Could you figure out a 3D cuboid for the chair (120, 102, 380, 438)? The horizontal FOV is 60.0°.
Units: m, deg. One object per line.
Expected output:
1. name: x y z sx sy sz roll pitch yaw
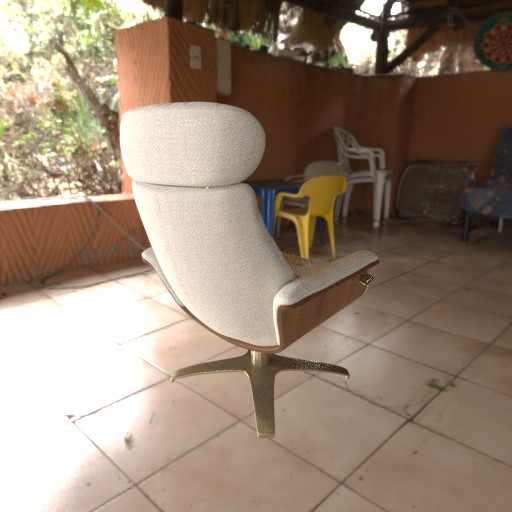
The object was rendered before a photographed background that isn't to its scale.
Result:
1. chair: 0.000 0.000 1.580 0.785 0.995 0.837 14 20 42
